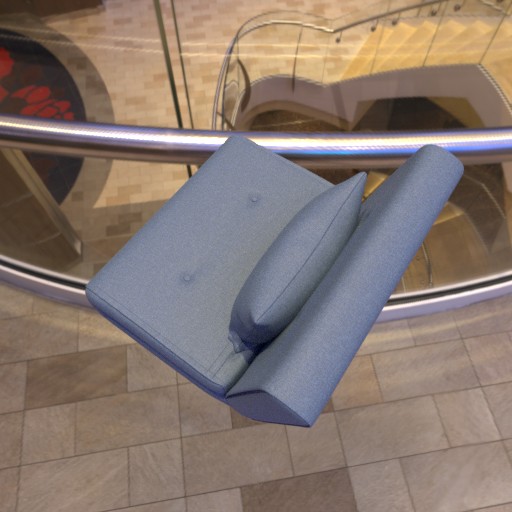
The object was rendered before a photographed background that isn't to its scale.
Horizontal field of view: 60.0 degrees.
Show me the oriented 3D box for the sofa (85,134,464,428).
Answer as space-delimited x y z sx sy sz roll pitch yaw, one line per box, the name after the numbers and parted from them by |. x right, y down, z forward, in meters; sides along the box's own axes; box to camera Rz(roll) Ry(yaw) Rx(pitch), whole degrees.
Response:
0.000 0.000 1.725 0.996 0.860 0.999 31 66 16 | sofa
